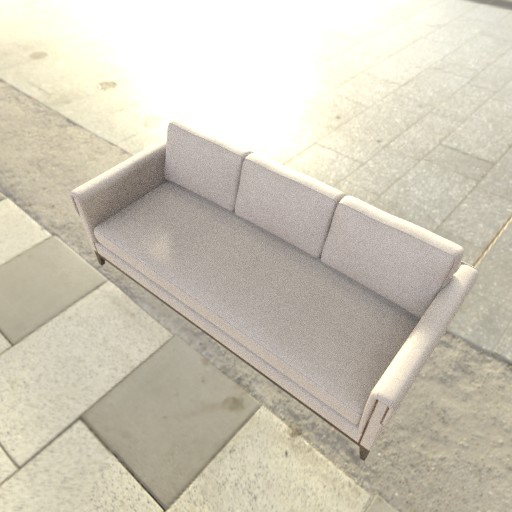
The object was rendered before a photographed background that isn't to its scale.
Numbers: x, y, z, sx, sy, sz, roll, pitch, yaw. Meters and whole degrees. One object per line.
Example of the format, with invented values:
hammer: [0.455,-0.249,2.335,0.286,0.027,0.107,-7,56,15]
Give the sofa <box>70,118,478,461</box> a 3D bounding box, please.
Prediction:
sofa: [0.000,0.000,2.663,2.210,0.838,0.959,30,53,26]
